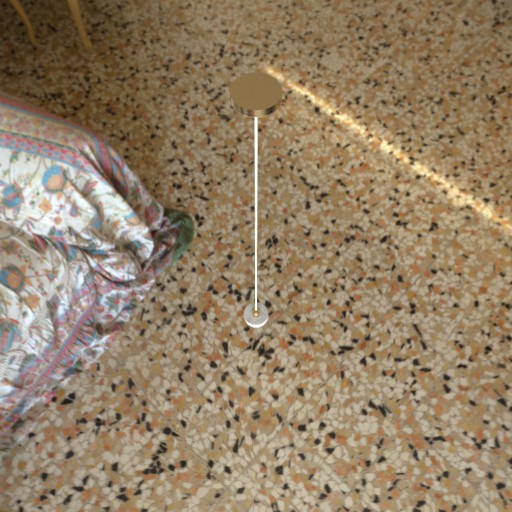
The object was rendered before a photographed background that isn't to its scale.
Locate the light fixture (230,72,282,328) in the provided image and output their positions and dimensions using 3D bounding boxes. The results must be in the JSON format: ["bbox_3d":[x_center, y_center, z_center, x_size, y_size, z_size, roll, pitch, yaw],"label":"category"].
[{"bbox_3d":[0.000,0.000,1.758,0.129,1.669,0.129,-33,68,-15],"label":"light fixture"}]
